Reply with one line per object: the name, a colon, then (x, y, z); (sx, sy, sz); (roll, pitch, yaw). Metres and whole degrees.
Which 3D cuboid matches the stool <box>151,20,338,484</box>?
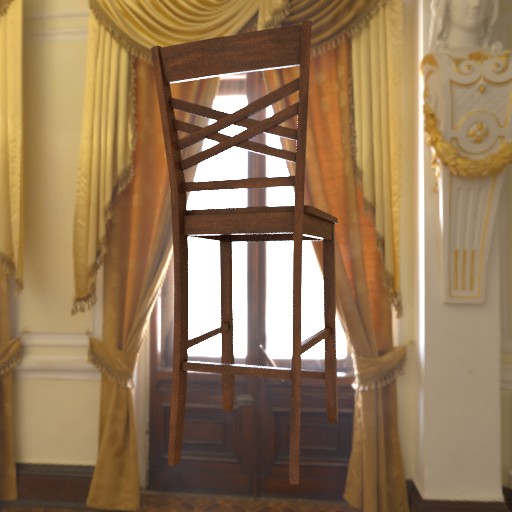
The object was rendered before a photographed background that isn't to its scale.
stool: (0.000, 0.000, 1.318); (0.426, 1.098, 0.504); (0, -1, 18)
